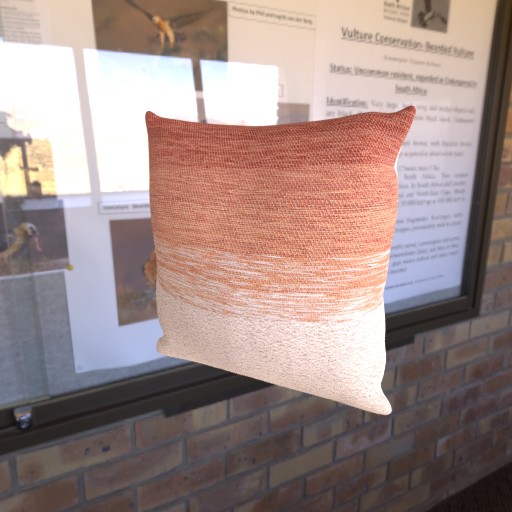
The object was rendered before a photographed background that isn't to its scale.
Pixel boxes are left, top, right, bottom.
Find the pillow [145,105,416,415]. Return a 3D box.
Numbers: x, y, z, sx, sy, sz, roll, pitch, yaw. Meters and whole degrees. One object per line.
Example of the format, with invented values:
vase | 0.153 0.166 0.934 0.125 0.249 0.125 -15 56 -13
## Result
pillow | 0.000 0.000 0.686 0.440 0.441 0.182 8 17 28
